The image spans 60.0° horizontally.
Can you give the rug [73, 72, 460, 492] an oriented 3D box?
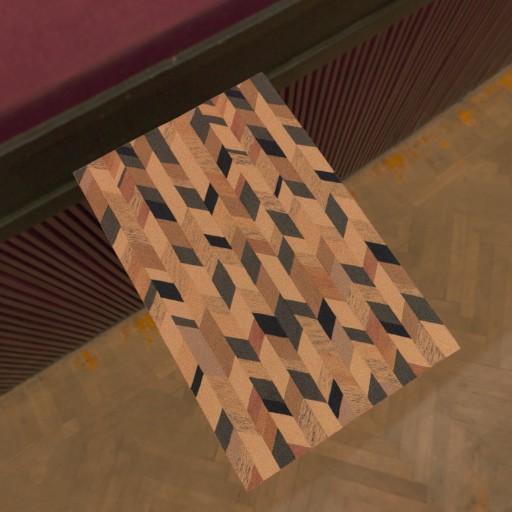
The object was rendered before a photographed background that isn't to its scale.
[{"bbox_3d":[0.000,0.000,2.244,1.202,0.006,1.813,-31,77,-8],"label":"rug"}]
